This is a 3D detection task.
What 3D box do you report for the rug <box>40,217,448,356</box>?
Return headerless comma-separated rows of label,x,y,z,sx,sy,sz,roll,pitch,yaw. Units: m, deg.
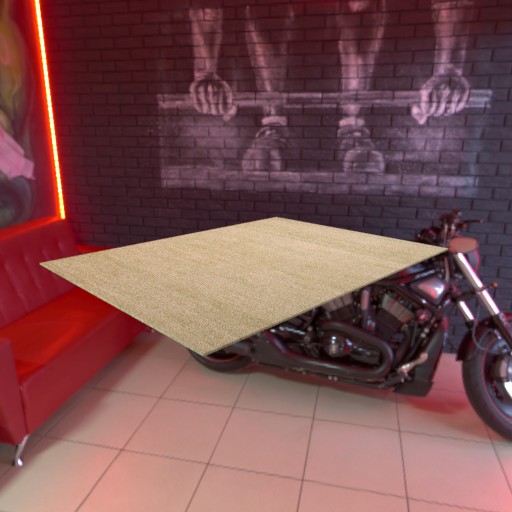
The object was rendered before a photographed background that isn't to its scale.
rug,0.000,0.000,4.321,3.198,0.016,2.425,-15,22,-43
